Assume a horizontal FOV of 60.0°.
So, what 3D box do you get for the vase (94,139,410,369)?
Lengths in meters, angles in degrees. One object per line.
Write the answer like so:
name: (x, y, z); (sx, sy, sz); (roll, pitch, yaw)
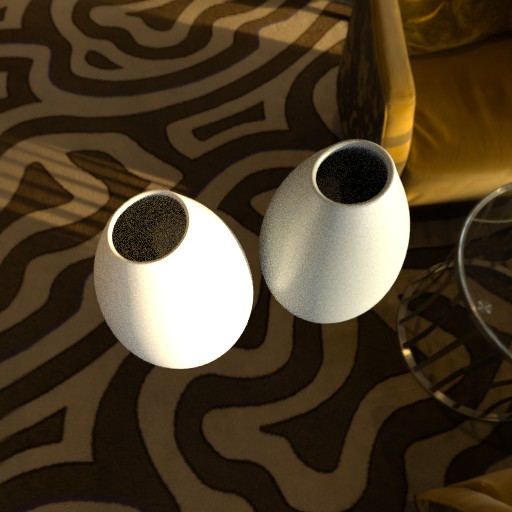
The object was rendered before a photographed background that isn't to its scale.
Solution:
vase: (0.000, 0.000, 0.259); (0.187, 0.131, 0.089); (-16, 66, -7)
